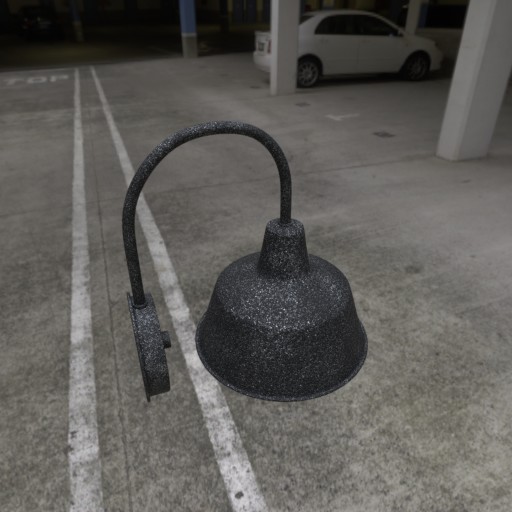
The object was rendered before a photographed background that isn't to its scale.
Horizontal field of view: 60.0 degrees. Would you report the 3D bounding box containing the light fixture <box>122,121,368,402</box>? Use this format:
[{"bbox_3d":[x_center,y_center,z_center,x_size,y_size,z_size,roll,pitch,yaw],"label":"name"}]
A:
[{"bbox_3d":[0.000,0.000,0.488,0.283,0.300,0.216,-11,33,-17],"label":"light fixture"}]
